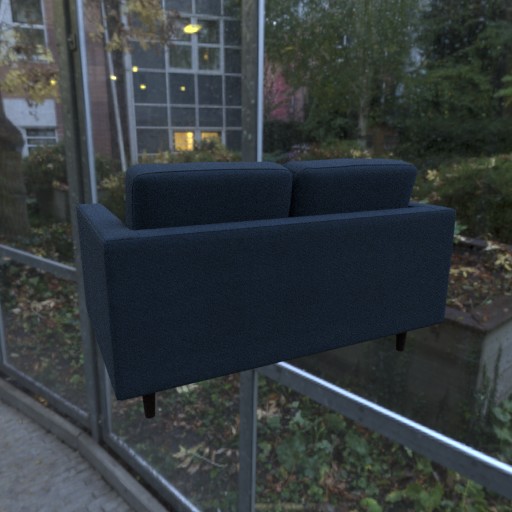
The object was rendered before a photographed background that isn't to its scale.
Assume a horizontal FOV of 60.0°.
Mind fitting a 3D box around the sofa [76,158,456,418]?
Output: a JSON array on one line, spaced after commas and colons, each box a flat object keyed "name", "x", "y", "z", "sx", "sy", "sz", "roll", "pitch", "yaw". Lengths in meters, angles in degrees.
[{"name": "sofa", "x": 0.000, "y": 0.000, "z": 2.151, "sx": 1.518, "sy": 0.930, "sz": 0.999, "roll": -7, "pitch": 16, "yaw": -25}]
